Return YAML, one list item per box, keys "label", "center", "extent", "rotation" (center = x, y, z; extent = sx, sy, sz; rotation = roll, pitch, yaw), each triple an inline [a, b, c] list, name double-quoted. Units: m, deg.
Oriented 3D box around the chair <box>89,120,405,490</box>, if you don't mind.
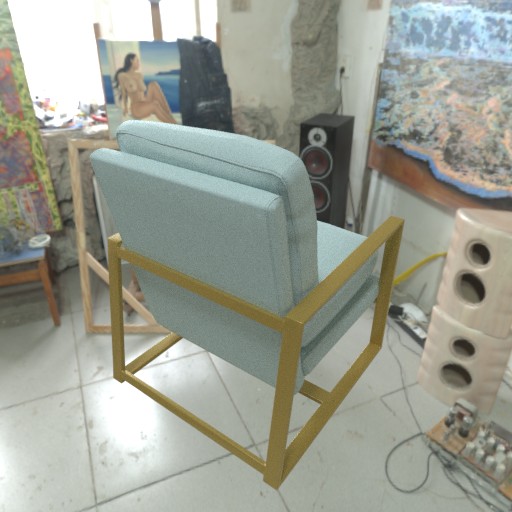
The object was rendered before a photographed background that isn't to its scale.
- label: "chair"
  center: [0.000, 0.000, 1.541]
  extent: [0.758, 0.956, 0.813]
  rotation: [20, 36, 31]
